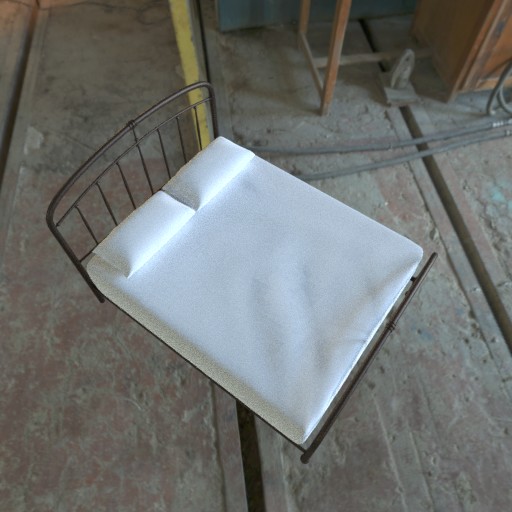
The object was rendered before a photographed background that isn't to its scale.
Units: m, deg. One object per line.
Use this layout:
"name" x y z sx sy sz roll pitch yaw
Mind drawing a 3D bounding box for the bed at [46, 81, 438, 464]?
"bed" 0.000 0.000 3.276 2.180 1.425 1.711 33 64 18
